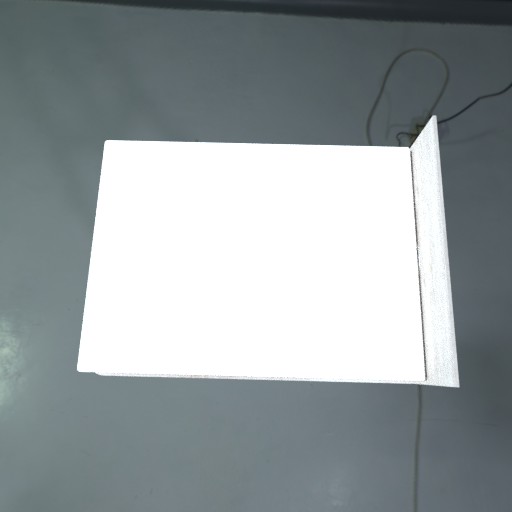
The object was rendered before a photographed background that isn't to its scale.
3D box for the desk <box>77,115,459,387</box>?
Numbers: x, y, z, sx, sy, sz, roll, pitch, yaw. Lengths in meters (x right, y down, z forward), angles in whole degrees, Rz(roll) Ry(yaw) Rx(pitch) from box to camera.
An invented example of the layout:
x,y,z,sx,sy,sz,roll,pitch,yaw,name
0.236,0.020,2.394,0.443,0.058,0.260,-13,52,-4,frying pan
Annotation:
x,y,z,sx,sy,sz,roll,pitch,yaw,name
0.000,0.000,2.598,1.900,0.800,1.400,1,76,0,desk
